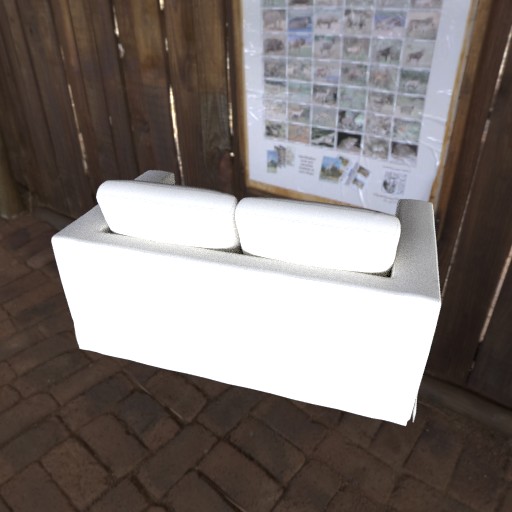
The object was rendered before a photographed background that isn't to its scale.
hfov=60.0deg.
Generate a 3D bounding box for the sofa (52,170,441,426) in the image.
[{"bbox_3d":[0.000,0.000,2.425,1.813,0.932,1.009,9,32,14],"label":"sofa"}]
